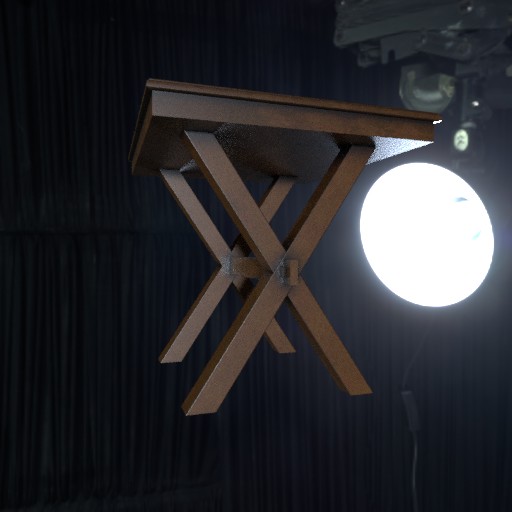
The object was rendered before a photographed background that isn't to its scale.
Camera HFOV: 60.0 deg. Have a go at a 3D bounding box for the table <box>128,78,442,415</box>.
[{"bbox_3d":[0.000,0.000,1.061,0.560,0.562,0.602,0,1,-19],"label":"table"}]
